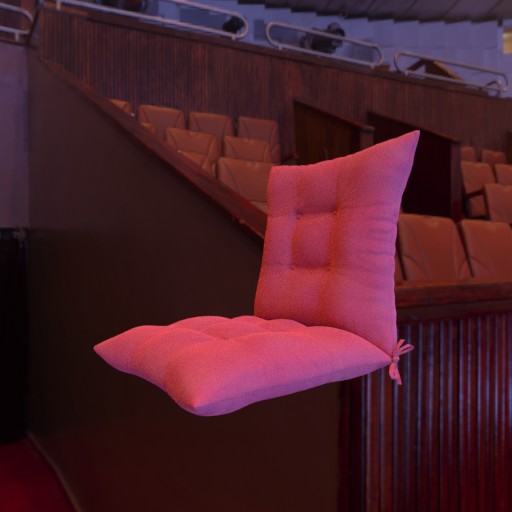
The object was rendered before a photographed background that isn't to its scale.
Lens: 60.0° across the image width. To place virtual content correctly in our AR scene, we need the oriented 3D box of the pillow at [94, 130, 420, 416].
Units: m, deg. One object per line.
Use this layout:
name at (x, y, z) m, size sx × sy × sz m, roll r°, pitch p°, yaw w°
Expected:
pillow at (0.000, 0.000, 1.000) m, size 0.585 × 0.536 × 0.541 m, roll 0°, pitch 1°, yaw -36°
